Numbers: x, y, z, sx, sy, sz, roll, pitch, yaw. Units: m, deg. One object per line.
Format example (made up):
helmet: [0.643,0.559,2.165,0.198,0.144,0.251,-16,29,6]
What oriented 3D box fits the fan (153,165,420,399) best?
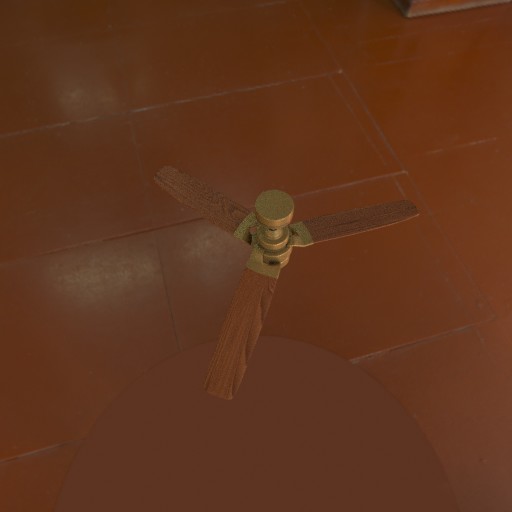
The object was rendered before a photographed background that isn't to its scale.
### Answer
fan: [0.000,0.000,2.055,1.416,0.425,1.271,15,59,9]
